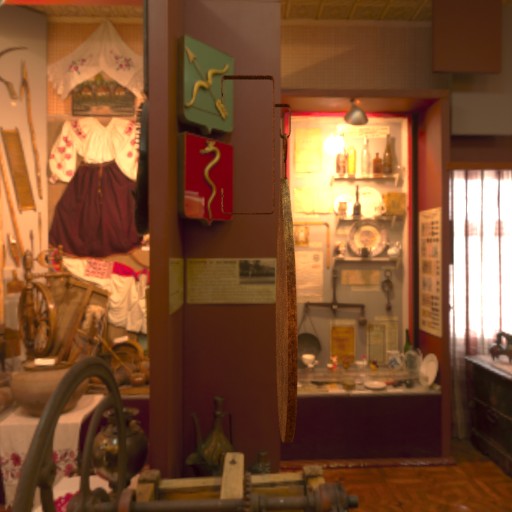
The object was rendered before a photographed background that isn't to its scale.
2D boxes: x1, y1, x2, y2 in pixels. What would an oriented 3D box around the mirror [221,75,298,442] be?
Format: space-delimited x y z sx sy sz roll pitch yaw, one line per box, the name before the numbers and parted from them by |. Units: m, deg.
mirror | 0.000 0.000 0.924 0.144 0.744 0.405 0 0 0
